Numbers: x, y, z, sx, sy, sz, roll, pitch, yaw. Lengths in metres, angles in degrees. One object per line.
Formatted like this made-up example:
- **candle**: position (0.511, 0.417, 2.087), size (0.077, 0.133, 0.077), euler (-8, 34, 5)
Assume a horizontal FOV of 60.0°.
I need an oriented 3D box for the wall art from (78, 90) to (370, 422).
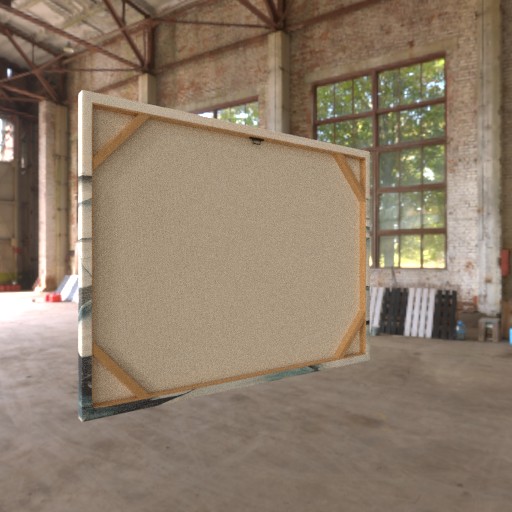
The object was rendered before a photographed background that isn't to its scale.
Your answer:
- **wall art**: position (0.000, 0.000, 1.596), size (1.219, 0.915, 0.039), euler (0, 0, -37)
